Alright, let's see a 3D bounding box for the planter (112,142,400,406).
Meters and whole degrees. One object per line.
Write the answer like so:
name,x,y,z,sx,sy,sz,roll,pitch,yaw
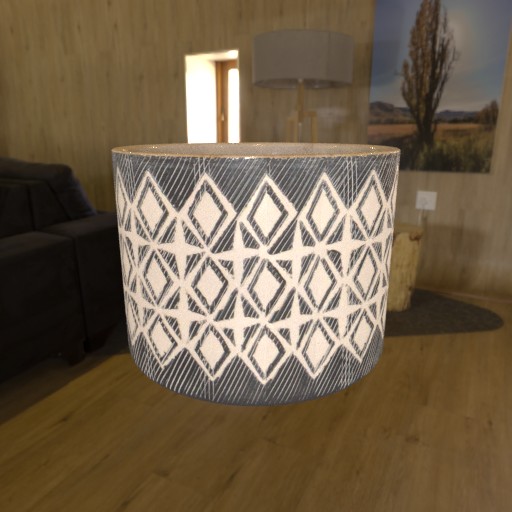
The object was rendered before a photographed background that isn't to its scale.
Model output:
planter,0.000,0.000,0.218,0.126,0.104,0.126,0,16,0
